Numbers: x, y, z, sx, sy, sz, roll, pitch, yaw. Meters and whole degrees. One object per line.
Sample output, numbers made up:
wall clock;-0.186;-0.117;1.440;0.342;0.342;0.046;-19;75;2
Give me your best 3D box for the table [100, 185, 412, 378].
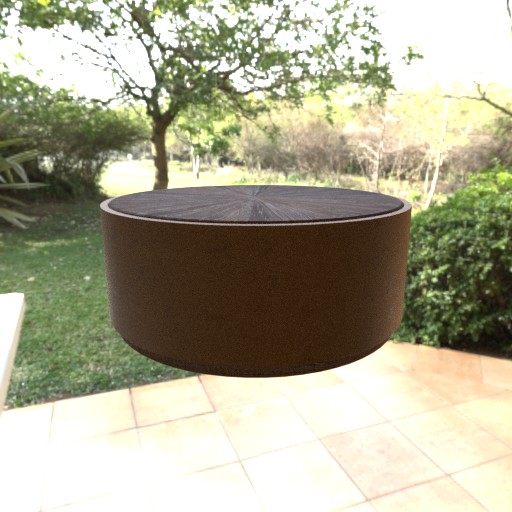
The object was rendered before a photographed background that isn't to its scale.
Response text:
table;0.000;0.000;1.551;1.001;0.409;1.001;0;14;0
